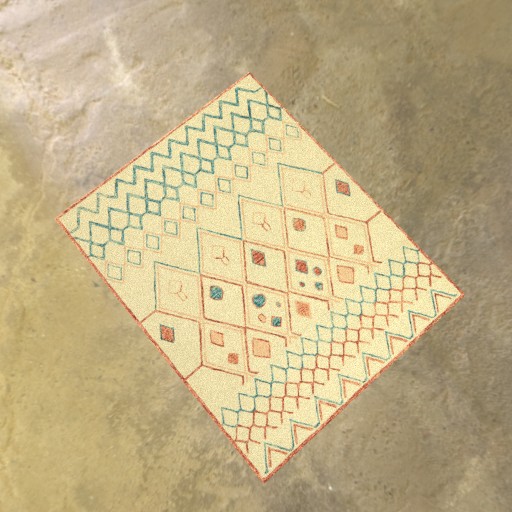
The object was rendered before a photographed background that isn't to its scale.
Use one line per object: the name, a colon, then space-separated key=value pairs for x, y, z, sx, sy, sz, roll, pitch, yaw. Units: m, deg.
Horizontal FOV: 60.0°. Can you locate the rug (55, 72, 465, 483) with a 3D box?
rug: x=0.000 y=0.000 z=4.138 sx=2.441 sy=0.016 sz=3.050 roll=-40 pitch=80 yaw=-8
